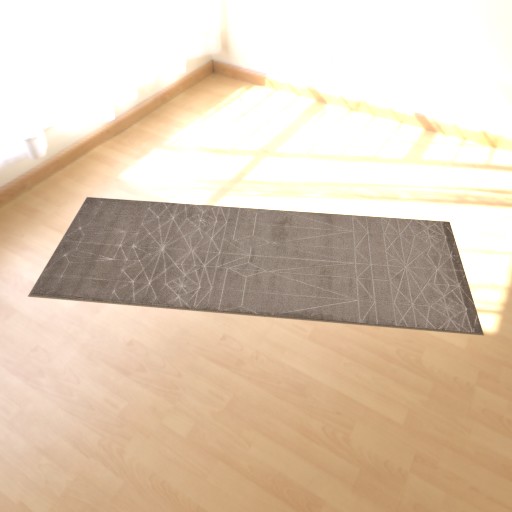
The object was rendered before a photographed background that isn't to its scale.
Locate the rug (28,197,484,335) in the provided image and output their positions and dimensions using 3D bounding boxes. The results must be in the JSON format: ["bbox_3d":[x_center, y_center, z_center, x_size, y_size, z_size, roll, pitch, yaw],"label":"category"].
[{"bbox_3d":[0.000,0.000,2.607,2.388,0.012,0.864,4,46,4],"label":"rug"}]
